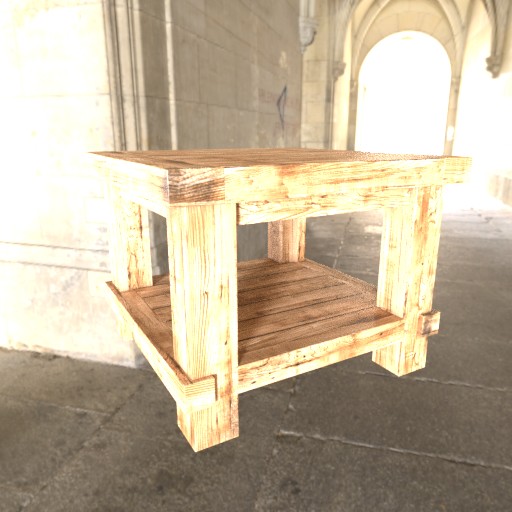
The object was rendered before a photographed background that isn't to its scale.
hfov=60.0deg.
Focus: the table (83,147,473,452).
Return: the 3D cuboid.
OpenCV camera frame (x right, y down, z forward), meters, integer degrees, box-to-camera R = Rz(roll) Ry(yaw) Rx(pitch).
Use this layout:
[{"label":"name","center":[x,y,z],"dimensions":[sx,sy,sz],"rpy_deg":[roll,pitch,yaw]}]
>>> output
[{"label":"table","center":[0.000,0.000,1.018],"dimensions":[0.610,0.457,0.610],"rpy_deg":[-9,18,-29]}]
